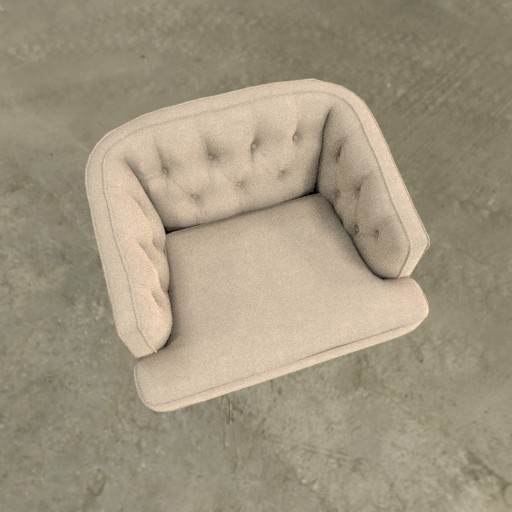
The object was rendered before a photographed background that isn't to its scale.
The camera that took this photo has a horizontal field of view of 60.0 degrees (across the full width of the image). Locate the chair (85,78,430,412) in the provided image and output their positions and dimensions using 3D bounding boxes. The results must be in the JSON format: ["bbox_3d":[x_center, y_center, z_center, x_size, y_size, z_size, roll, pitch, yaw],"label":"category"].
[{"bbox_3d":[0.000,0.000,1.776,1.104,0.852,0.941,-16,64,-8],"label":"chair"}]
